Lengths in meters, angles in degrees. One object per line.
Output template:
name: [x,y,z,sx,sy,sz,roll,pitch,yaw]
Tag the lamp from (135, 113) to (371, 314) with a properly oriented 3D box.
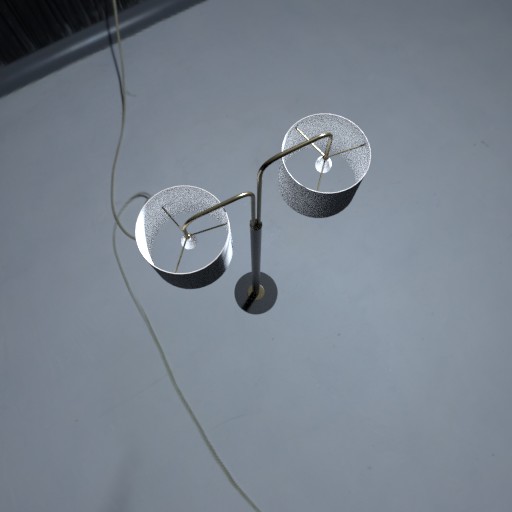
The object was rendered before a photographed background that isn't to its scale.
lamp: [0.000,0.000,1.857,0.711,1.587,0.254,-29,76,-8]
